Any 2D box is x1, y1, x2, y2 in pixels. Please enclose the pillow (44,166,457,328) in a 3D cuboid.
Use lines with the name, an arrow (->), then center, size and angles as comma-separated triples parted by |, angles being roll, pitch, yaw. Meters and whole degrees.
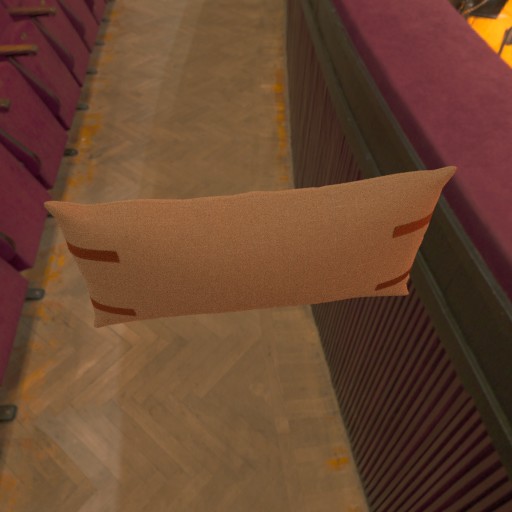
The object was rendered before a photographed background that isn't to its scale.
pillow -> 0.000, 0.000, 0.747 | 0.612, 0.308, 0.148 | -5, 47, -5
